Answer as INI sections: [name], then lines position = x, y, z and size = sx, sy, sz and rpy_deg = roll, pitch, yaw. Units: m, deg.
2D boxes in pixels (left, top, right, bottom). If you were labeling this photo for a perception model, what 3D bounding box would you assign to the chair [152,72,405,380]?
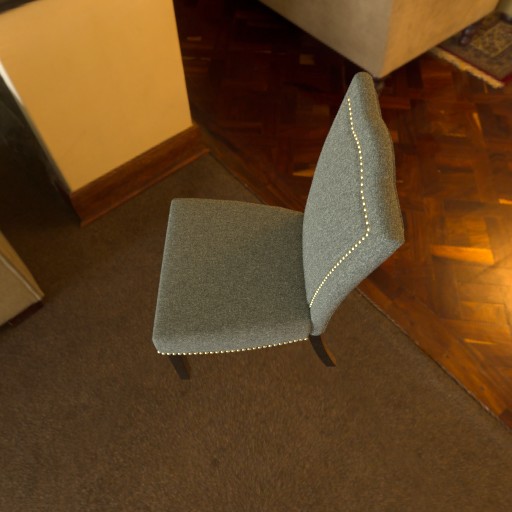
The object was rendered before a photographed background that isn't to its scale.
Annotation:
[chair]
position = 0.000, 0.000, 1.320
size = 0.589, 0.946, 0.518
rpy_deg = 0, 58, 0
